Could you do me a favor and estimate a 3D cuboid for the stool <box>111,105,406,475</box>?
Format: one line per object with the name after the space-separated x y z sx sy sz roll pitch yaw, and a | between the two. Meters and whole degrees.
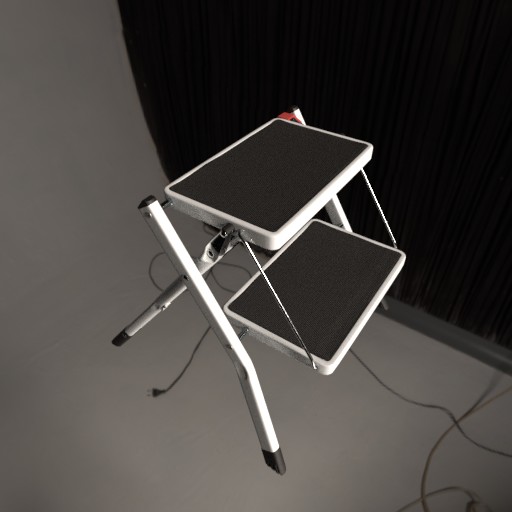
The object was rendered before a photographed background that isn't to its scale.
0.000 0.000 0.865 0.490 0.445 0.485 24 46 26 | stool
